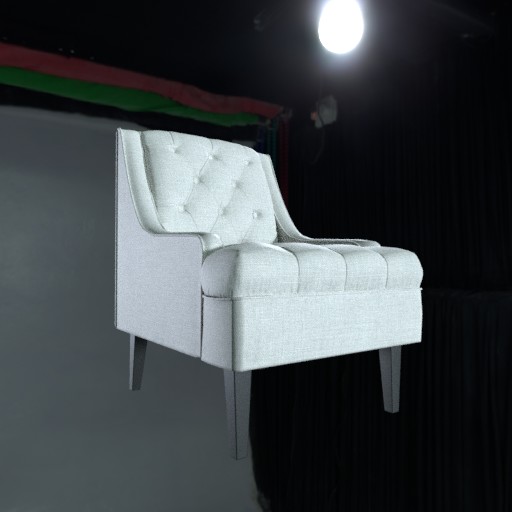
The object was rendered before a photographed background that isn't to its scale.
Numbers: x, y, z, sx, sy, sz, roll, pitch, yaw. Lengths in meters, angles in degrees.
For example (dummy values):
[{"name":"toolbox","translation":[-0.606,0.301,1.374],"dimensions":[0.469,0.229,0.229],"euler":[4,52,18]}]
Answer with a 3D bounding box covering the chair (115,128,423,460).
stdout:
[{"name":"chair","translation":[0.000,0.000,1.372],"dimensions":[0.658,0.891,0.772],"euler":[1,-1,-35]}]
